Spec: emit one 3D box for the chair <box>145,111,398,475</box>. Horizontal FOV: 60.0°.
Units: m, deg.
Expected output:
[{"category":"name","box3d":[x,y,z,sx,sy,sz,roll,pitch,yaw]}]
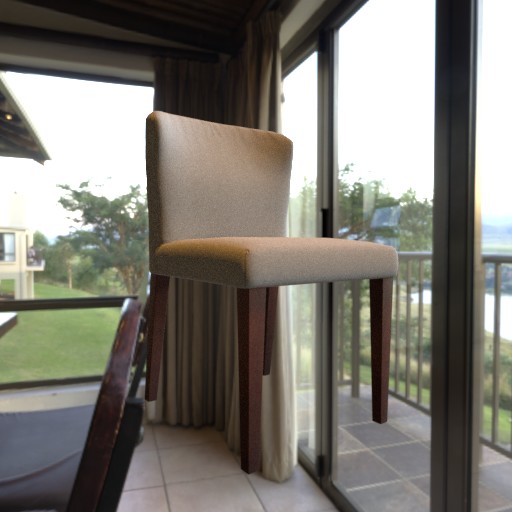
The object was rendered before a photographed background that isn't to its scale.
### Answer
[{"category":"chair","box3d":[0.000,0.000,1.203,0.491,0.839,0.592,-1,3,-36]}]
